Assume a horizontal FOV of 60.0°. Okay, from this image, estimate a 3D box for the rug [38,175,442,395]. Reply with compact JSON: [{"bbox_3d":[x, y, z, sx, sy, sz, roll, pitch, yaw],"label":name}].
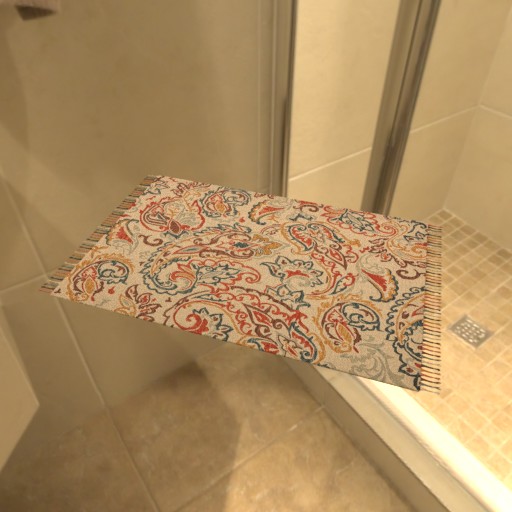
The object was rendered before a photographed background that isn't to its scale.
[{"bbox_3d":[0.000,0.000,2.494,1.997,0.010,1.218,12,43,13],"label":"rug"}]
